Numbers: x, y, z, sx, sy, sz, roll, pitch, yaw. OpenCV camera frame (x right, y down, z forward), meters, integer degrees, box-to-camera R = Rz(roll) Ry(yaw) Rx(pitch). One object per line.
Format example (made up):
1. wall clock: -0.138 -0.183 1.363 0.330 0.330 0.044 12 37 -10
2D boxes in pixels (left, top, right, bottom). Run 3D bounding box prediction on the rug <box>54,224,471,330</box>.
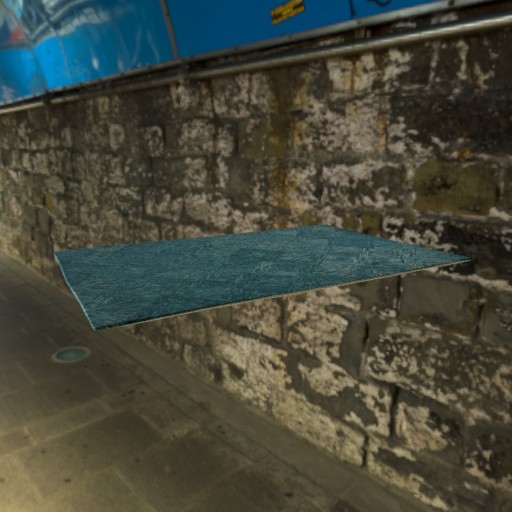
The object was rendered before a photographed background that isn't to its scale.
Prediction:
1. rug: 0.000 0.000 2.170 1.728 0.017 1.136 -7 15 -29
